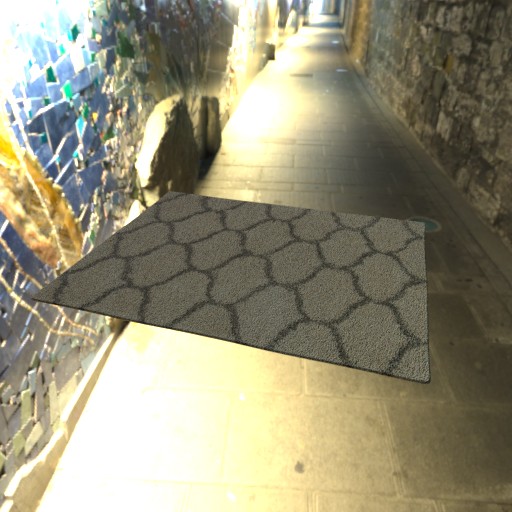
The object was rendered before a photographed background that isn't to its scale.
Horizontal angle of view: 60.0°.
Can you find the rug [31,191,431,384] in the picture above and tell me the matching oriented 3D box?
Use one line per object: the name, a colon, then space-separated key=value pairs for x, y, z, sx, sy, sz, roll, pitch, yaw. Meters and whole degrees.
rug: x=0.000 y=0.000 z=4.089 sx=3.000 sy=0.026 sz=2.399 roll=9 pitch=31 yaw=15
